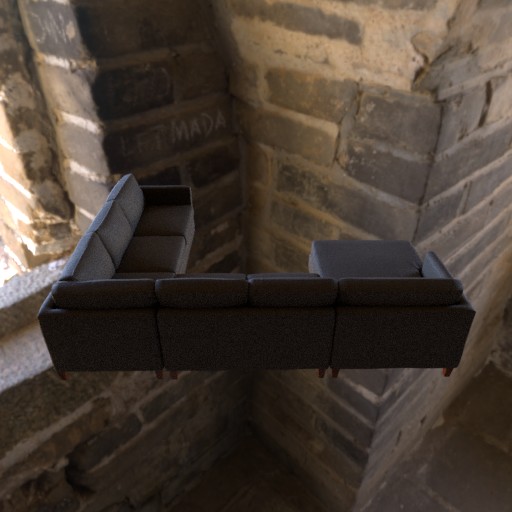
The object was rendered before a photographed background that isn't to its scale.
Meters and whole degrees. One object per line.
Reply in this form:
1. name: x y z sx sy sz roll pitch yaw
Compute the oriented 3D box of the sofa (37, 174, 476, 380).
1. sofa: 0.000 0.000 4.641 3.460 0.961 2.594 0 32 -1
